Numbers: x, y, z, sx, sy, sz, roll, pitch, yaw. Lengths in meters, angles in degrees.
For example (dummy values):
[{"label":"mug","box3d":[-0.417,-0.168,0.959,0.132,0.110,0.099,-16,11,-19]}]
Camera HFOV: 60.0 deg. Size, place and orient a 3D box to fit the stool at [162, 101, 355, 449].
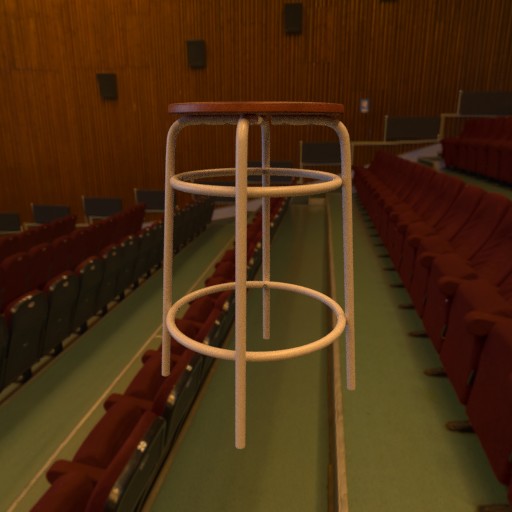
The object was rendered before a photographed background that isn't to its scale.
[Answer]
[{"label":"stool","box3d":[0.000,0.000,0.947,0.455,0.610,0.455,2,17,7]}]
